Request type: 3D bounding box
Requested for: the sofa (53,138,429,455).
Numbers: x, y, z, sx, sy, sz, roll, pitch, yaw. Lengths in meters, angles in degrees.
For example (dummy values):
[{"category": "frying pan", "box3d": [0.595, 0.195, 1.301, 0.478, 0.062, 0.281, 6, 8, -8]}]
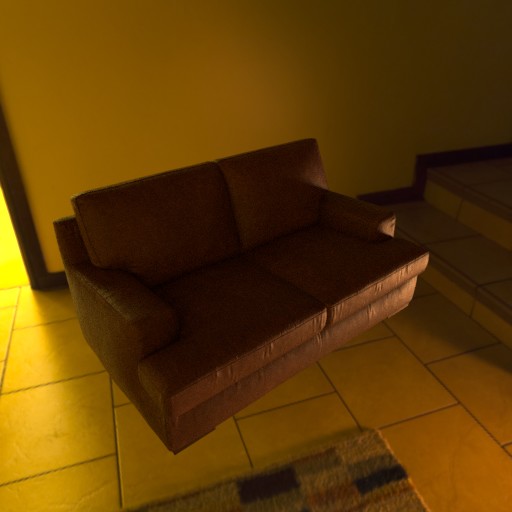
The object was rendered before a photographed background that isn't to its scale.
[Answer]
[{"category": "sofa", "box3d": [0.000, 0.000, 2.535, 1.880, 0.939, 1.143, -22, 37, -33]}]
